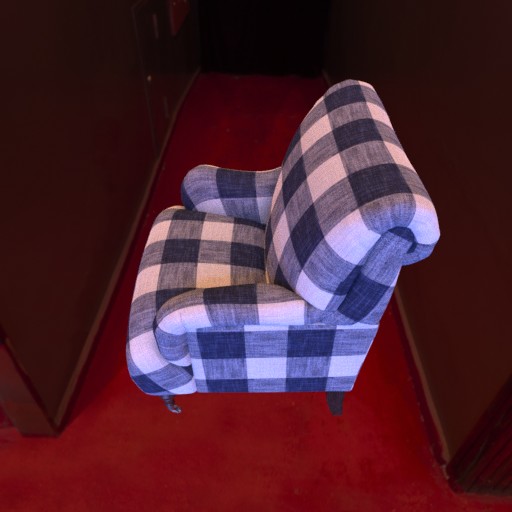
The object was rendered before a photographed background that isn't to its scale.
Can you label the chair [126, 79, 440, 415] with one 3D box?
[{"bbox_3d":[0.000,0.000,1.536,0.848,0.953,0.781,0,43,0],"label":"chair"}]
